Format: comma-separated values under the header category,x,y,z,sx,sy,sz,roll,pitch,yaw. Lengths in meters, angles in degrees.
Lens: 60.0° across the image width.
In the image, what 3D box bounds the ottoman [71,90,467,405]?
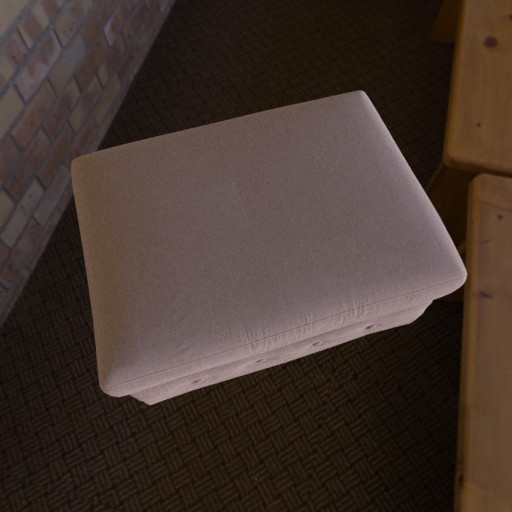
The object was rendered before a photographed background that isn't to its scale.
category,x,y,z,sx,sy,sz,roll,pitch,yaw
ottoman,0.000,0.000,1.152,0.771,0.500,0.569,-15,64,-8
